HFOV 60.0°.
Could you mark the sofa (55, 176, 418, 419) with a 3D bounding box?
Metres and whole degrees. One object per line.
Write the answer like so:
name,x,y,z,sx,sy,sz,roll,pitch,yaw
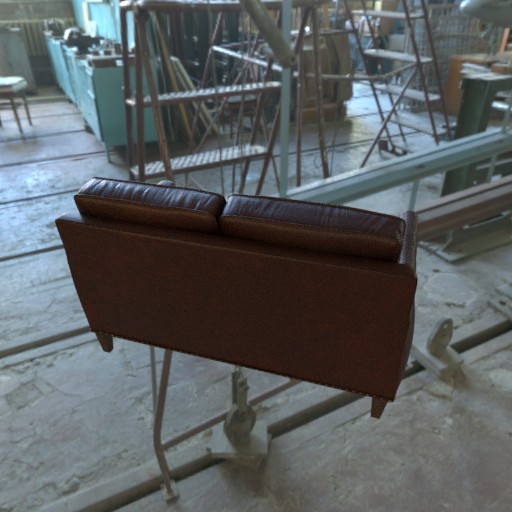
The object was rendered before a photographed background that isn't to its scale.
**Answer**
sofa,0.000,0.000,2.331,1.628,1.003,1.083,9,33,15
